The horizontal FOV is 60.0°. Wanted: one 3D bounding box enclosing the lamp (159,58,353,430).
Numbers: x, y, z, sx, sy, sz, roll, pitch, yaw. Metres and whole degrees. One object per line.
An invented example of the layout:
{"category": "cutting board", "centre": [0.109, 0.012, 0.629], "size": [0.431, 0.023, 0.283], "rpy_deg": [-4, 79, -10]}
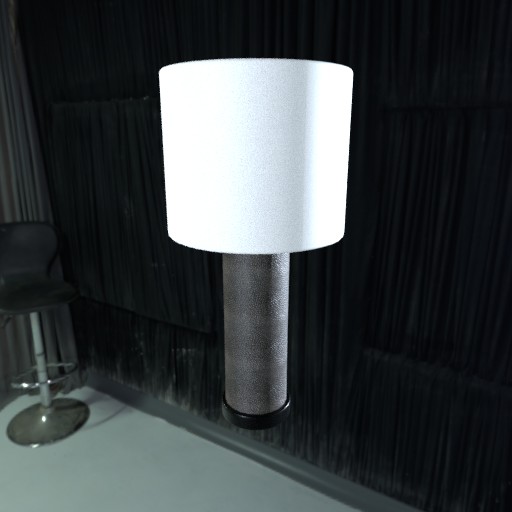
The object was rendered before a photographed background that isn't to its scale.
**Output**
{"category": "lamp", "centre": [0.000, 0.000, 0.798], "size": [0.305, 0.634, 0.305], "rpy_deg": [8, 18, 27]}
